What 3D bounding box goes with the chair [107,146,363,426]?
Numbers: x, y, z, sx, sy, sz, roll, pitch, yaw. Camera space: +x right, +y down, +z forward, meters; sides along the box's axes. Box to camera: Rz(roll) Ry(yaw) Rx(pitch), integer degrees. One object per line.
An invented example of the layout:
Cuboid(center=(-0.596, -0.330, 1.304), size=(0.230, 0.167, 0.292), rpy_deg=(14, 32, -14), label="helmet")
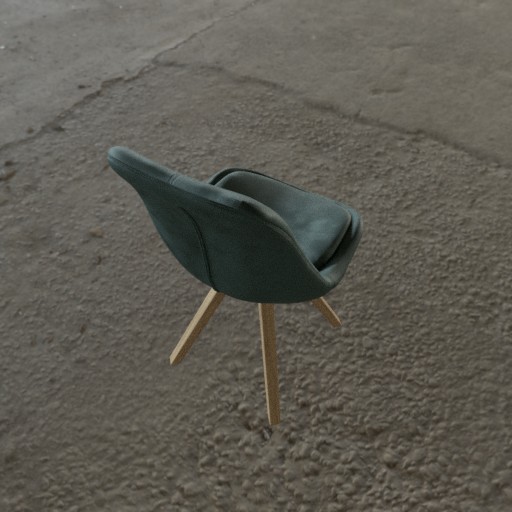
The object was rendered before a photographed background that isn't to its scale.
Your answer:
Cuboid(center=(0.000, 0.000, 1.178), size=(0.483, 0.865, 0.547), rpy_deg=(25, 52, 21), label="chair")
